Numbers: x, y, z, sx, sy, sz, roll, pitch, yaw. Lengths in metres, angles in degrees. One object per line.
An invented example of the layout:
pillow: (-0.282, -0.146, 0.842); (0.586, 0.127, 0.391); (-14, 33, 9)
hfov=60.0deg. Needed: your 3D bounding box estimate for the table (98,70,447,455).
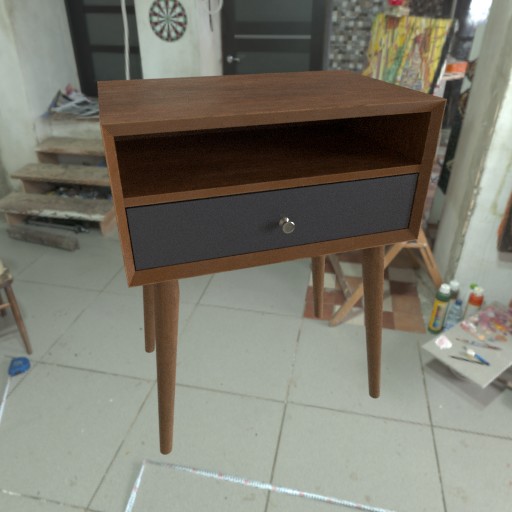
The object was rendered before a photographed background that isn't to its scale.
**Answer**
table: (0.000, 0.000, 0.814); (0.454, 0.580, 0.307); (-9, 31, -15)
